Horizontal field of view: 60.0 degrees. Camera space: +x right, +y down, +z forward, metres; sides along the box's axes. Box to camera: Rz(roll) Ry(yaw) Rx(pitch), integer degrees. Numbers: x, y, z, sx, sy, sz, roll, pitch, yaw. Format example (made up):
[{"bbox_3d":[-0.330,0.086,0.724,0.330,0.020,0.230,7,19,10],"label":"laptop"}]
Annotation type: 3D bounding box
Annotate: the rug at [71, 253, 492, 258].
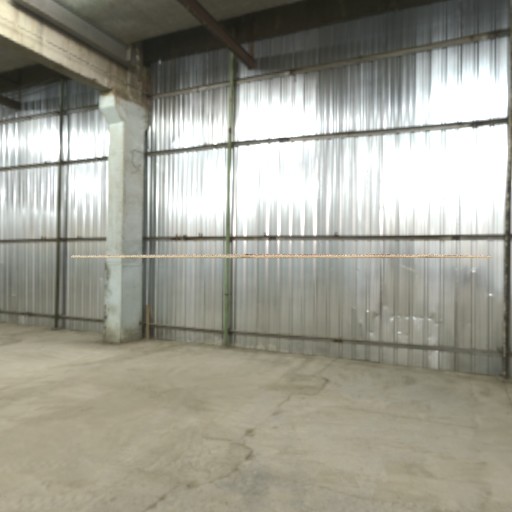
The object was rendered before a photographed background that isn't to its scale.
[{"bbox_3d":[0.000,0.000,4.017,2.429,0.030,3.052,0,0,-37],"label":"rug"}]
